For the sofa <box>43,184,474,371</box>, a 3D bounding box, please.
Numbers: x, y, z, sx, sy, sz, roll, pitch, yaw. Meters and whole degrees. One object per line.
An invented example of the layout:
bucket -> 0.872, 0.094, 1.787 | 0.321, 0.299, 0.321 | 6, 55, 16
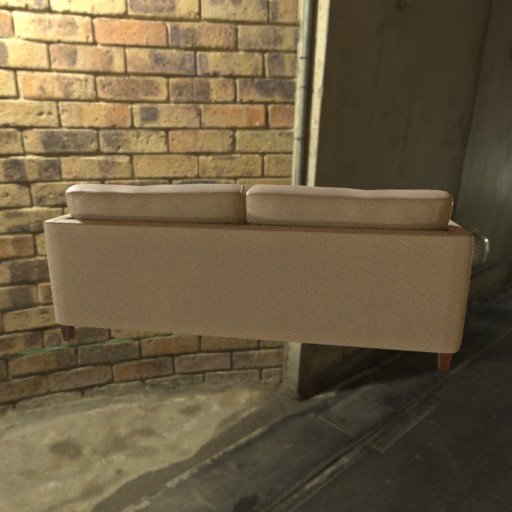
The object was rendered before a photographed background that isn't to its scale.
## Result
sofa -> 0.000, 0.000, 2.870 | 2.361, 0.968, 0.951 | 2, 15, 9
